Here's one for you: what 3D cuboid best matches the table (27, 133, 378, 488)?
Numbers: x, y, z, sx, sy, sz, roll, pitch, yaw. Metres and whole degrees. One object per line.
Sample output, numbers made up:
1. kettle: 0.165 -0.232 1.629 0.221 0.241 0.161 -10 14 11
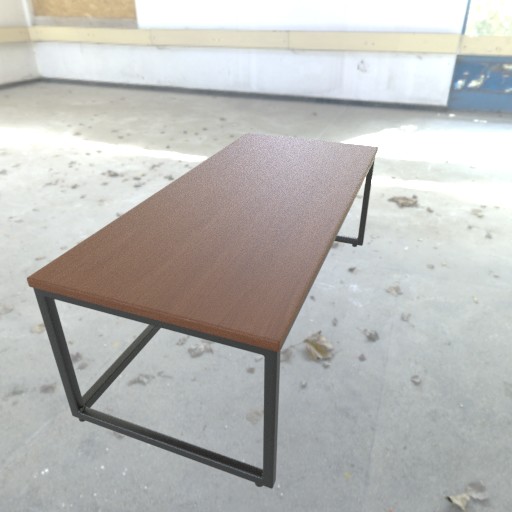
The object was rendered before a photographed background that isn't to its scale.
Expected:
1. table: 0.000 0.000 1.296 0.500 0.400 1.100 11 32 18
